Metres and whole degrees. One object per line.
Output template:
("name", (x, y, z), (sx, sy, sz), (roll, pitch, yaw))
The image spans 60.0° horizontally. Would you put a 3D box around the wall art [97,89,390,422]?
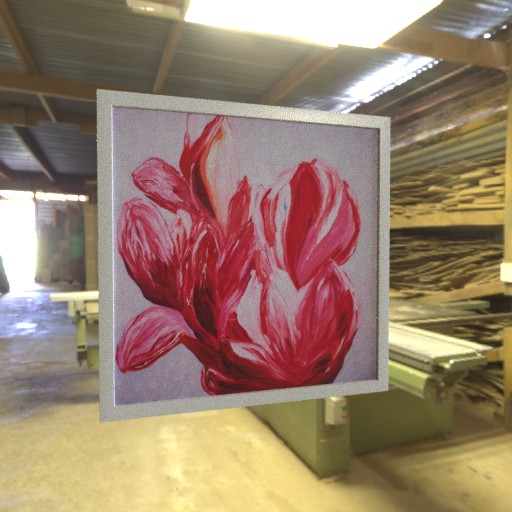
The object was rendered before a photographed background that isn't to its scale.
("wall art", (0.000, 0.000, 0.679), (0.455, 0.453, 0.023), (0, 2, -17))
